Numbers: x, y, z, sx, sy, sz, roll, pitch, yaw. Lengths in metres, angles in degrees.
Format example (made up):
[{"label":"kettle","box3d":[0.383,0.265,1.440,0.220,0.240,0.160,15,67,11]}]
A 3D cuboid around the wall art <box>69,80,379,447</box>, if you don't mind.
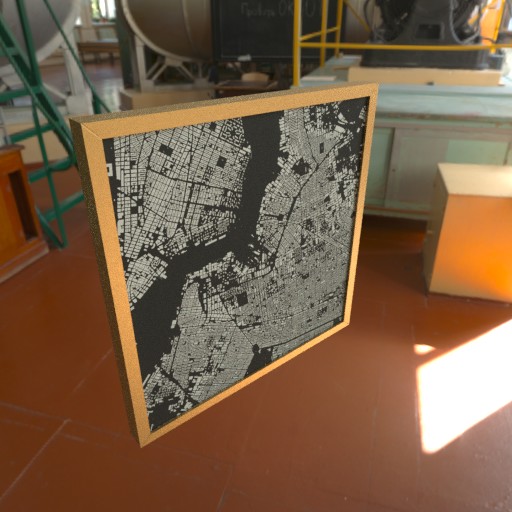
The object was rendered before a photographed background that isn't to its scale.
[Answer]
[{"label":"wall art","box3d":[0.000,0.000,1.876,1.284,1.284,0.095,-21,35,-34]}]
